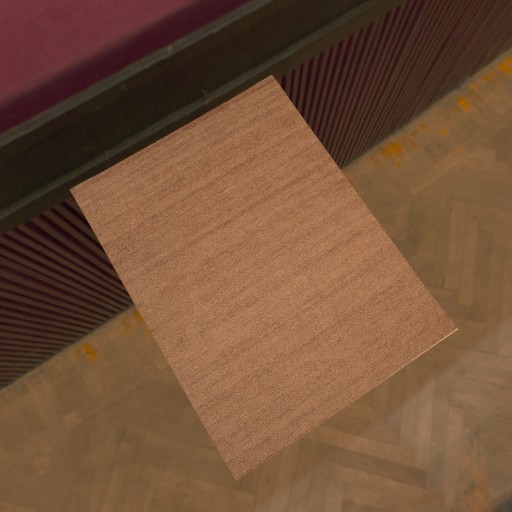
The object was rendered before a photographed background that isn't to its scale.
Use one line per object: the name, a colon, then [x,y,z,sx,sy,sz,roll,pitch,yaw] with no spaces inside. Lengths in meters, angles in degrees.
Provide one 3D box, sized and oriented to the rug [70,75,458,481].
rug: [0.000,0.000,5.046,2.873,0.053,3.778,-31,78,-7]
